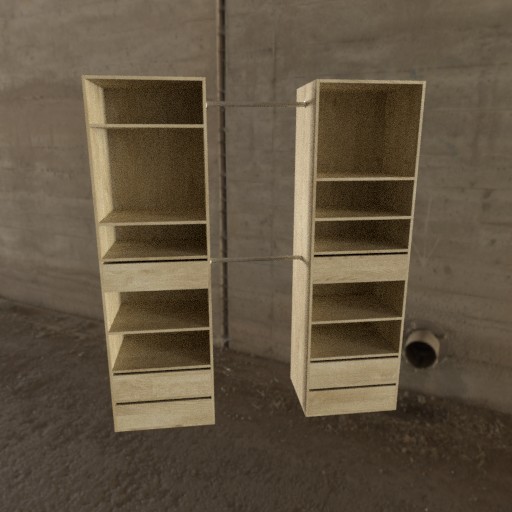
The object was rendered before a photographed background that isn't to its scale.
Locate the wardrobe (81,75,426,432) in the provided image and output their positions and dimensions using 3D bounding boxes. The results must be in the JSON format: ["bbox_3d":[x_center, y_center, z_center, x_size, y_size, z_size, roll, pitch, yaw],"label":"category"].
[{"bbox_3d":[0.000,0.000,2.745,1.770,2.000,0.480,-2,15,-7],"label":"wardrobe"}]
